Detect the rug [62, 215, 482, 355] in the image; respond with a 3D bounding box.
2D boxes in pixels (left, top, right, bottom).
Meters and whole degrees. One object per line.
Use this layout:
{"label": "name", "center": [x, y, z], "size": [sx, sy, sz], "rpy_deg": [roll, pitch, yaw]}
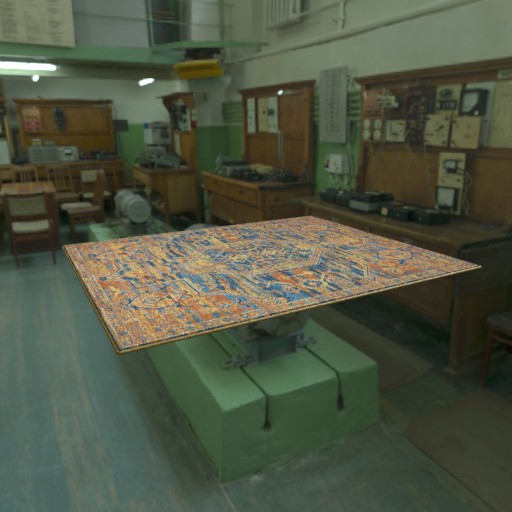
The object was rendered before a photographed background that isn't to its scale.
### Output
{"label": "rug", "center": [0.000, 0.000, 4.071], "size": [3.040, 0.031, 2.435], "rpy_deg": [-9, 19, -28]}
